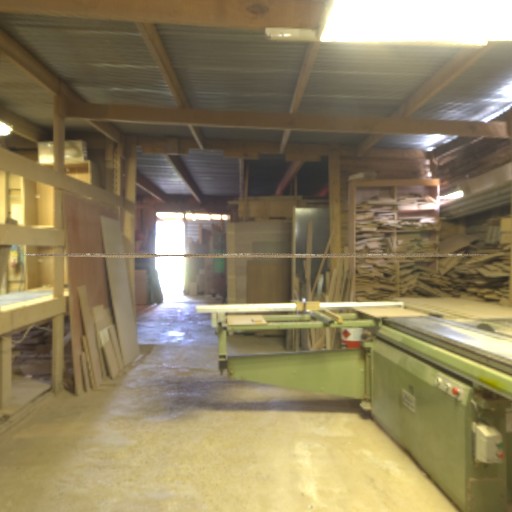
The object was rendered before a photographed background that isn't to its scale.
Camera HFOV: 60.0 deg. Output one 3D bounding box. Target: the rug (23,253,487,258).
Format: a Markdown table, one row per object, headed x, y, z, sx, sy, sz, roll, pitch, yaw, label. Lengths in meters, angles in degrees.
| x | y | z | sx | sy | sz | roll | pitch | yaw | label |
| --- | --- | --- | --- | --- | --- | --- | --- | --- | --- |
| 0.000 | 0.000 | 4.460 | 3.419 | 0.020 | 2.441 | 0 | -1 | 0 | rug |
